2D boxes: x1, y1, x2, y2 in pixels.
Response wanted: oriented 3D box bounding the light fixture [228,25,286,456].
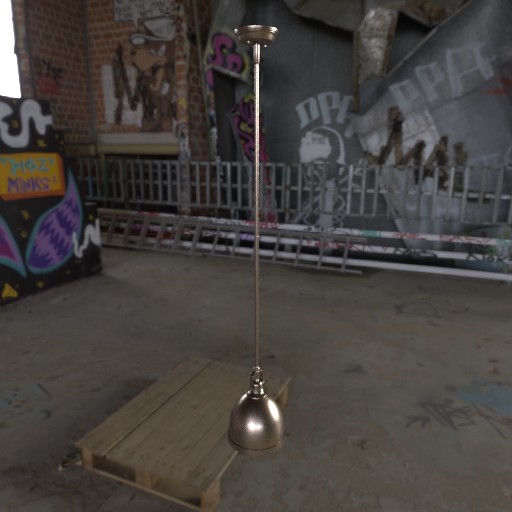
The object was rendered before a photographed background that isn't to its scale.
[{"bbox_3d":[0.000,0.000,1.471,0.211,1.367,0.217,13,18,42],"label":"light fixture"}]
